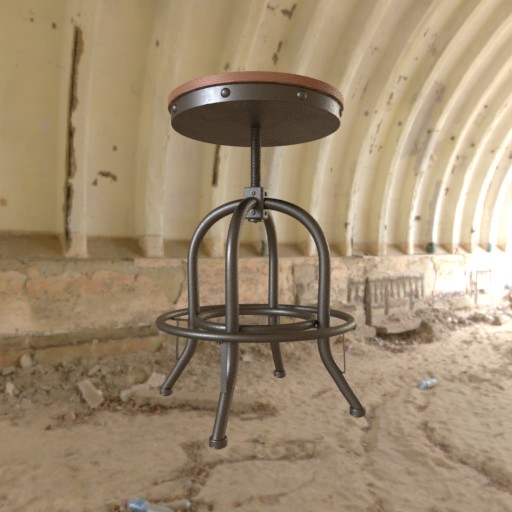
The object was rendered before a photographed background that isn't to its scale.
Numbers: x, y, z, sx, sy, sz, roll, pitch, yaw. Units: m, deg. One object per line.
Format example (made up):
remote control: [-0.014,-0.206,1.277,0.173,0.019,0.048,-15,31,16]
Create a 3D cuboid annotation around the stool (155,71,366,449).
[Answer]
stool: [0.000,0.000,0.901,0.439,0.609,0.439,0,1,17]
